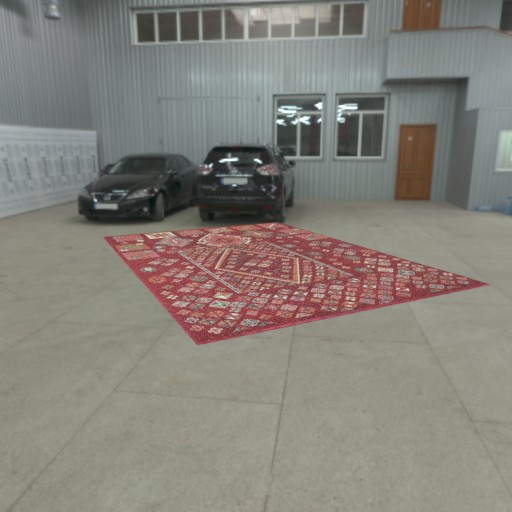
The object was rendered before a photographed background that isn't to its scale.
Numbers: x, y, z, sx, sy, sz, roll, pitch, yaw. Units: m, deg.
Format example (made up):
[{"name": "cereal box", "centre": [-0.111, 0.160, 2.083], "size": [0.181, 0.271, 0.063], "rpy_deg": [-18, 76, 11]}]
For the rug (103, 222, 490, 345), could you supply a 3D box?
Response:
[{"name": "rug", "centre": [0.000, 0.000, 2.867], "size": [1.579, 0.007, 2.184], "rpy_deg": [-7, 15, -26]}]
